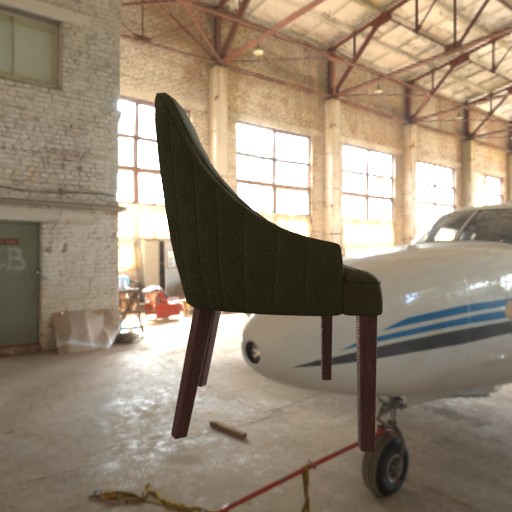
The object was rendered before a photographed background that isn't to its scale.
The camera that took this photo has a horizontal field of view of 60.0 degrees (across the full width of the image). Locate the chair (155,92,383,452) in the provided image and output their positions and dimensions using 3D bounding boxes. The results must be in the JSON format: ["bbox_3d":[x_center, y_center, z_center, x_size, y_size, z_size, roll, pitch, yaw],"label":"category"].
[{"bbox_3d":[0.000,0.000,1.307,0.575,0.889,0.643,0,0,0],"label":"chair"}]
